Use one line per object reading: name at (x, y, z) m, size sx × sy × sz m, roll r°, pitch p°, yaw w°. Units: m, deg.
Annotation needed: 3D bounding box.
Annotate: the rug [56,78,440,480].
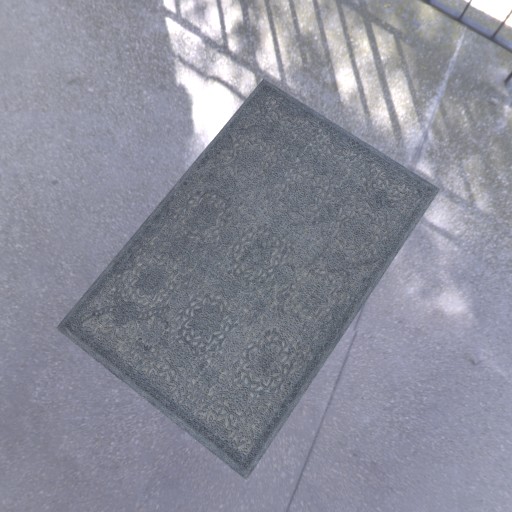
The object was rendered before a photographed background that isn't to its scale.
rug at (0.000, 0.000, 2.364) m, size 1.208 × 0.012 × 1.819 m, roll 35°, pitch 78°, yaw 9°
